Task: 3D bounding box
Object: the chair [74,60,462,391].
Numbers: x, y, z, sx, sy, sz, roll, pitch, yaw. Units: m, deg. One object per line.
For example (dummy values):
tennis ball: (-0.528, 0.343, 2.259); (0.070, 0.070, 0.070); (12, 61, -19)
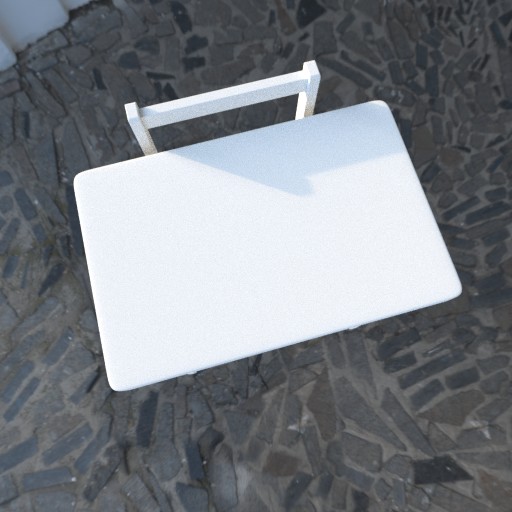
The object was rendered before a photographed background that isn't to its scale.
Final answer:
chair: (0.000, 0.000, 1.035); (0.599, 0.673, 0.461); (-15, 75, -4)
